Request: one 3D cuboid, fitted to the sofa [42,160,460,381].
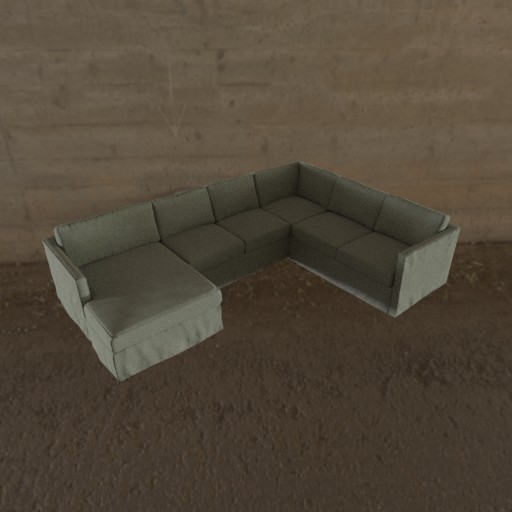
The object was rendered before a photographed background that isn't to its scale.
[{"bbox_3d":[0.000,0.000,4.517,3.434,0.869,2.440,-22,37,-33],"label":"sofa"}]
